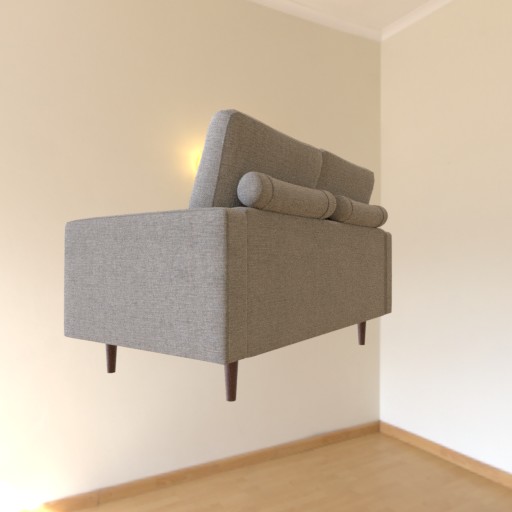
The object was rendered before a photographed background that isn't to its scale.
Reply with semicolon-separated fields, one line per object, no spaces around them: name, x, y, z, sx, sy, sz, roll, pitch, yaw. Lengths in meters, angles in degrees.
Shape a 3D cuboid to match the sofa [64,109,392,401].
sofa;0.000;0.000;1.991;0.842;0.907;1.407;0;0;35
